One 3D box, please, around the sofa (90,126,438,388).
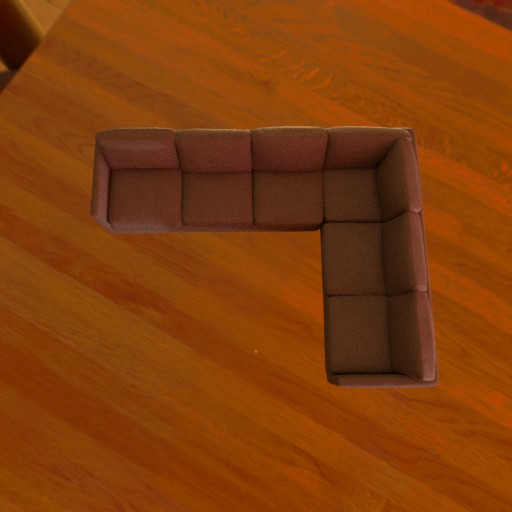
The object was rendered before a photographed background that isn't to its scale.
[{"bbox_3d":[0.000,0.000,4.498,3.302,0.947,2.593,-1,78,0],"label":"sofa"}]
